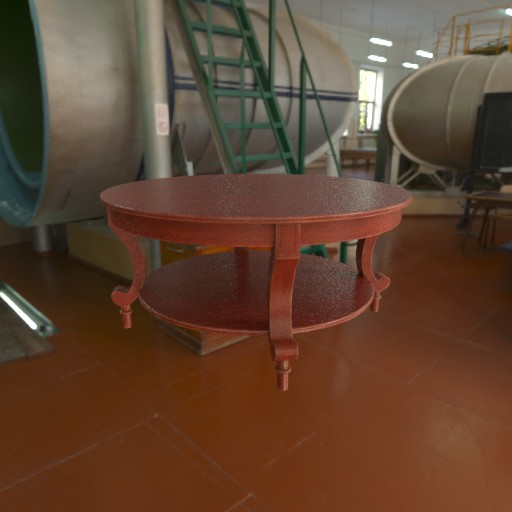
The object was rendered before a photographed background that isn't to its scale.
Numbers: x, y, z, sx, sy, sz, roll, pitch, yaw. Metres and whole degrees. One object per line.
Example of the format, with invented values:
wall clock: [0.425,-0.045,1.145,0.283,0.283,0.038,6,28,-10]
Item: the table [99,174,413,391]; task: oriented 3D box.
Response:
table: [0.000,0.000,1.597,1.029,0.486,1.029,0,16,0]
